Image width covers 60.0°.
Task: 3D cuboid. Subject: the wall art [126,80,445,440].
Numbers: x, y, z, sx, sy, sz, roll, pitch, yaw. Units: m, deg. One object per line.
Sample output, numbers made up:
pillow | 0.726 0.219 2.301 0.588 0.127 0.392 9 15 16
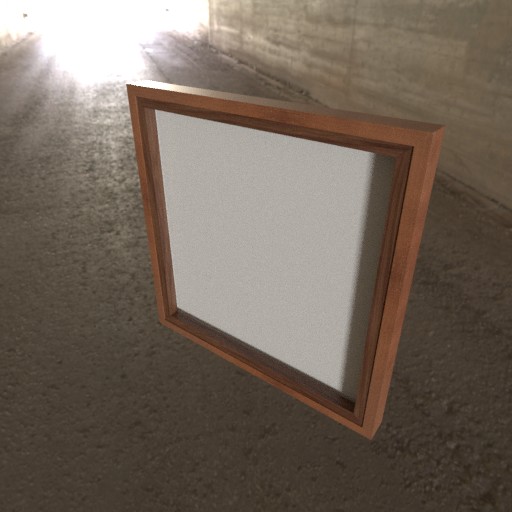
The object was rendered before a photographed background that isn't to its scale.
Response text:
wall art | 0.000 0.000 0.595 0.403 0.403 0.035 21 36 31
